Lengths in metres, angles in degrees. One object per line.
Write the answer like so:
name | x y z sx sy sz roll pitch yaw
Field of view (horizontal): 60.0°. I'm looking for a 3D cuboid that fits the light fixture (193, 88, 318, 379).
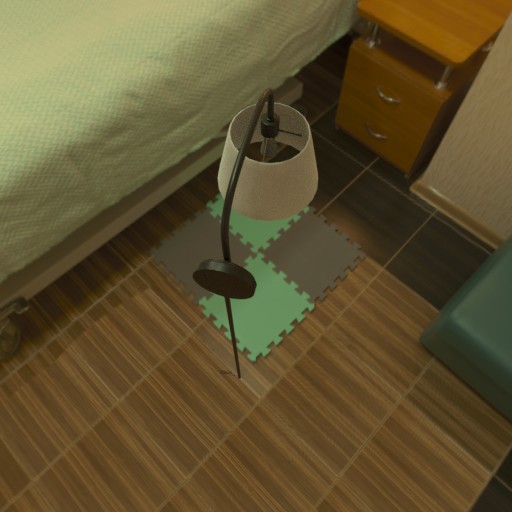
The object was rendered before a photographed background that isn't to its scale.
light fixture | 0.000 0.000 0.458 0.092 0.399 0.176 14 64 7
